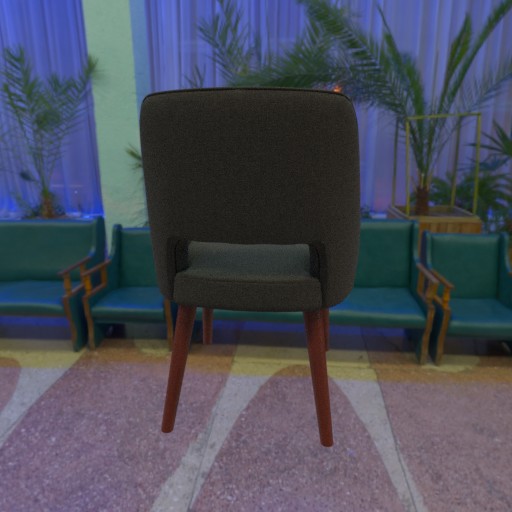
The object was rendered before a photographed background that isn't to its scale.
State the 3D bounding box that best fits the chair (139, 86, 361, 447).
[{"bbox_3d":[0.000,0.000,1.227,0.559,0.838,0.560,2,17,7],"label":"chair"}]
